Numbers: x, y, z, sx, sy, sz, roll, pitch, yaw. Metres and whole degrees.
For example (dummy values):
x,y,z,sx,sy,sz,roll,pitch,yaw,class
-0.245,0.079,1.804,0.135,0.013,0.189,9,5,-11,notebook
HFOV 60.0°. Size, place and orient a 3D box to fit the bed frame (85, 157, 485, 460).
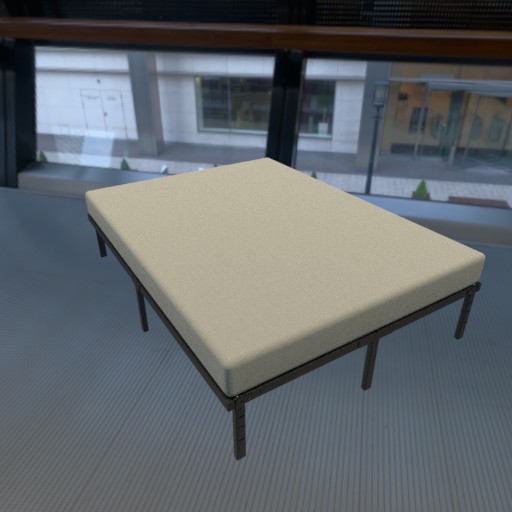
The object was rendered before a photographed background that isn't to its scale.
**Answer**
x,y,z,sx,sy,sz,roll,pitch,yaw,class
0.000,0.000,3.579,1.990,0.680,2.635,-17,33,-28,bed frame
